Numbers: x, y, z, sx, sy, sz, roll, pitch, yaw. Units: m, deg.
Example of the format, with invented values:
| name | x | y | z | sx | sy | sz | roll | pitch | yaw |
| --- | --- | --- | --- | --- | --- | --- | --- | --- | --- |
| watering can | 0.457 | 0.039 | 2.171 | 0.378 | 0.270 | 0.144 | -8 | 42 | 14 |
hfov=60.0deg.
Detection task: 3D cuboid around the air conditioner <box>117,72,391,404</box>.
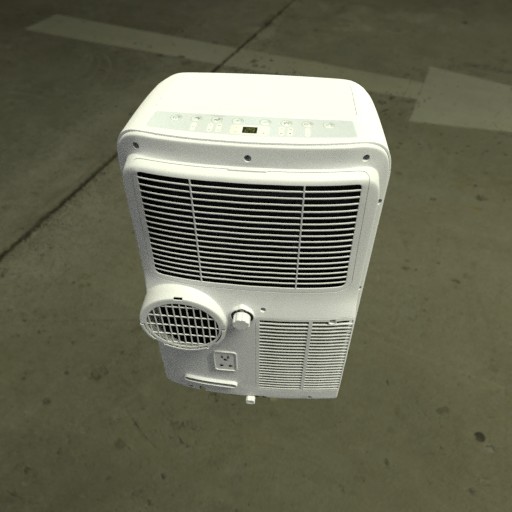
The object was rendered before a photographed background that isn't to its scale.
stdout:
| name | x | y | z | sx | sy | sz | roll | pitch | yaw |
| --- | --- | --- | --- | --- | --- | --- | --- | --- | --- |
| air conditioner | 0.000 | 0.000 | 0.944 | 0.454 | 0.700 | 0.365 | 4 | 47 | 4 |
